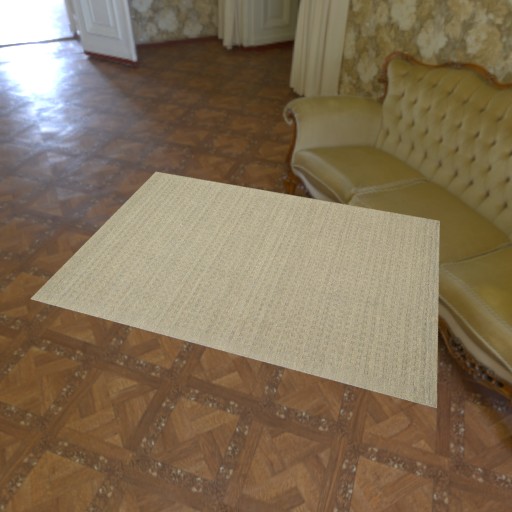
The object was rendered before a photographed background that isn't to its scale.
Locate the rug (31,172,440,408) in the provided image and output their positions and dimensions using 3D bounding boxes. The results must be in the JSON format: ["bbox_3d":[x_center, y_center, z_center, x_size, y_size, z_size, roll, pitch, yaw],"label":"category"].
[{"bbox_3d":[0.000,0.000,3.687,2.895,0.006,1.981,12,42,14],"label":"rug"}]
